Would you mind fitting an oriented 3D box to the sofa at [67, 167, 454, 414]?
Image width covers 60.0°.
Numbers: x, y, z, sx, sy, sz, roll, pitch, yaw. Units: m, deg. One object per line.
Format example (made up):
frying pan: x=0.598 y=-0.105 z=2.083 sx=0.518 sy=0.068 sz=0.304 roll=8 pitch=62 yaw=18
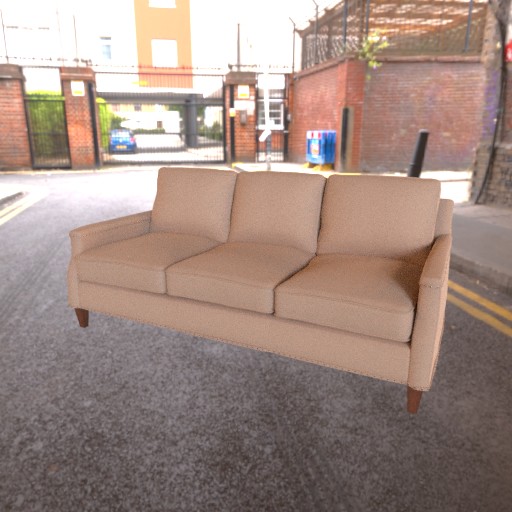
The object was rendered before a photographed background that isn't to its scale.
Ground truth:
sofa: x=0.000 y=0.000 z=2.792 sx=2.246 sy=1.003 sz=1.084 roll=8 pitch=17 yaw=25
